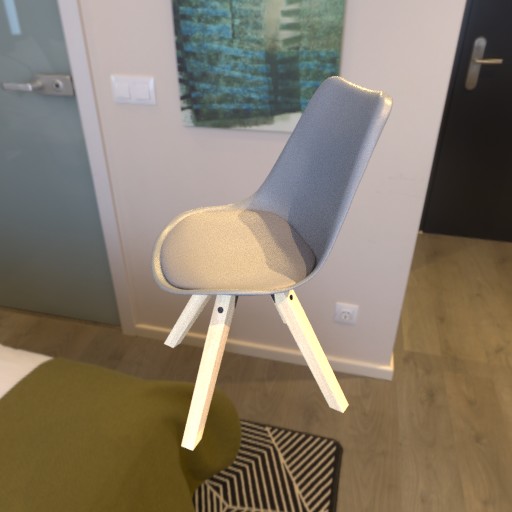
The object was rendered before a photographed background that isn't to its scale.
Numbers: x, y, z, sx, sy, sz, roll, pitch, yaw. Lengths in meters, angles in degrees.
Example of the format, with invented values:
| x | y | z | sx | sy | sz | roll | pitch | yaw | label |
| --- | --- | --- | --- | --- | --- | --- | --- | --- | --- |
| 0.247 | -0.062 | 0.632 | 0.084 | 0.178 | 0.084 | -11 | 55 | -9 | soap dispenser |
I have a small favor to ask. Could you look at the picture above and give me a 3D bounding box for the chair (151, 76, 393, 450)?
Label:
| x | y | z | sx | sy | sz | roll | pitch | yaw | label |
| --- | --- | --- | --- | --- | --- | --- | --- | --- | --- |
| 0.000 | 0.000 | 1.188 | 0.550 | 0.850 | 0.485 | -8 | 31 | -14 | chair |
